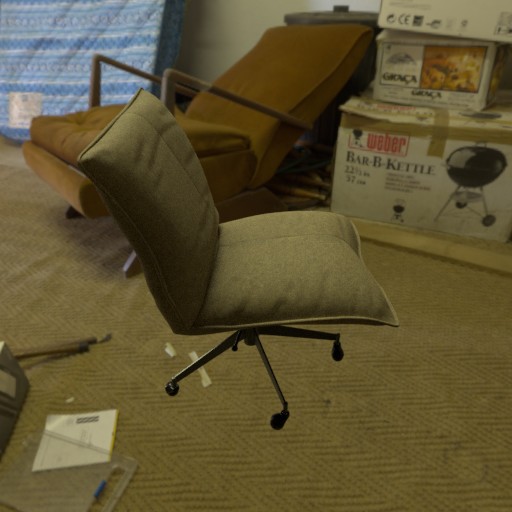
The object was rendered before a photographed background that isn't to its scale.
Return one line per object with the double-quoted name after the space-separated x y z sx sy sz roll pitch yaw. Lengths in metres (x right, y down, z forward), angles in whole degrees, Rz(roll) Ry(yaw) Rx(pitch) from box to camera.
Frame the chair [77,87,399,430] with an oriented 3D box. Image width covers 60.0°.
0.000 0.000 1.269 0.696 0.811 0.597 0 32 -1 "chair"
